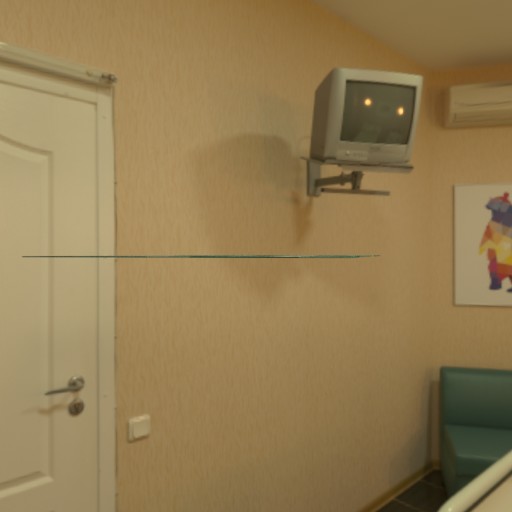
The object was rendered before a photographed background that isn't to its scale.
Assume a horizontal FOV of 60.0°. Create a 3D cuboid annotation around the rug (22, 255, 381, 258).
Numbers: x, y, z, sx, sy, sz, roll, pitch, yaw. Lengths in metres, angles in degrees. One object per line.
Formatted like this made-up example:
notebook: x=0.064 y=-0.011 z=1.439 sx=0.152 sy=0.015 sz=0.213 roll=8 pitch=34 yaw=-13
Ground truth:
rug: x=0.000 y=0.000 z=2.986 sx=1.528 sy=0.005 sz=2.420 roll=0 pitch=0 yaw=18
